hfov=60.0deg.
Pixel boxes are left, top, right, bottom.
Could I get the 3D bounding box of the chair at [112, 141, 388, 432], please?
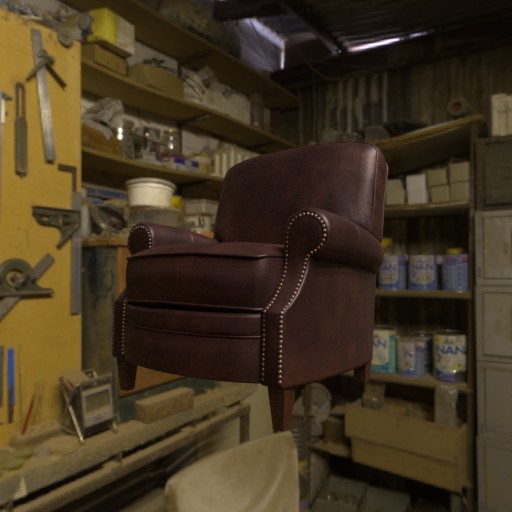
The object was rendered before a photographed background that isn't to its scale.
[{"bbox_3d":[0.000,0.000,1.785,0.936,1.018,0.986,-1,-2,36],"label":"chair"}]
